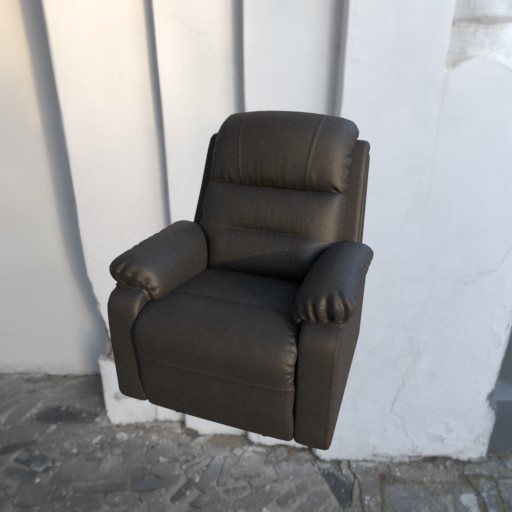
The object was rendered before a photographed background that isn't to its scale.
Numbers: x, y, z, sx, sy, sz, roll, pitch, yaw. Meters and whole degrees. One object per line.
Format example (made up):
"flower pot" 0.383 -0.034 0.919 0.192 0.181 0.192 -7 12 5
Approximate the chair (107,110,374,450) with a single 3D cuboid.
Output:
"chair" 0.000 0.000 1.704 0.855 0.992 0.919 8 26 18
